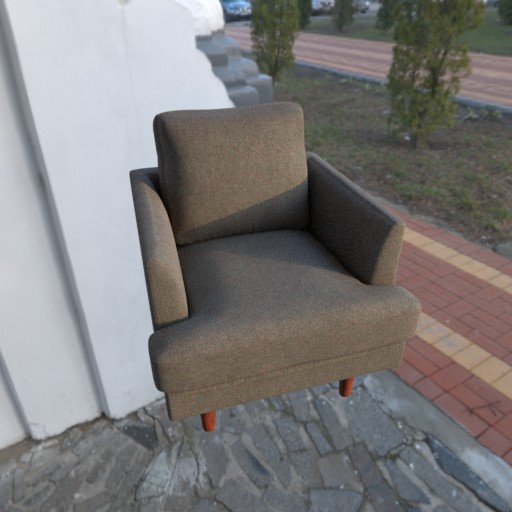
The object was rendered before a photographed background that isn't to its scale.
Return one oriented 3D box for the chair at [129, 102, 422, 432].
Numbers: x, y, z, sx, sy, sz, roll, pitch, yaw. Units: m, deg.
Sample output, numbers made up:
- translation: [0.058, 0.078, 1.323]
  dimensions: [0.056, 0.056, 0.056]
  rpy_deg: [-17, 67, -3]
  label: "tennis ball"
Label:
- translation: [0.000, 0.000, 1.645]
  dimensions: [0.858, 0.957, 0.899]
  rpy_deg: [-9, 32, -14]
  label: "chair"
